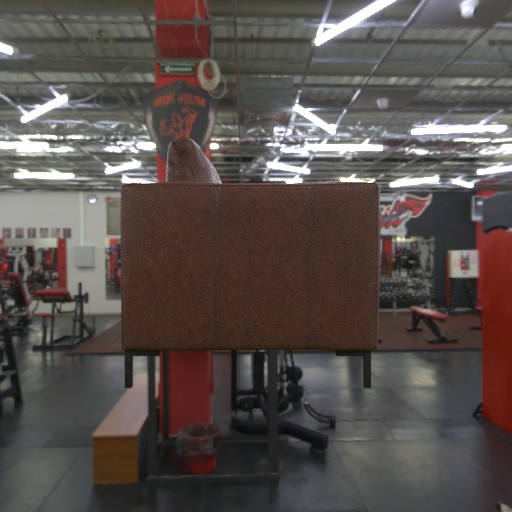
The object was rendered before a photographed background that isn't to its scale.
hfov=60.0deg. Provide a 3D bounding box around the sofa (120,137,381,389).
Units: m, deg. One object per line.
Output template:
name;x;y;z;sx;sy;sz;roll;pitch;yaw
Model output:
sofa;0.000;0.000;2.330;0.899;0.883;1.797;0;0;0
